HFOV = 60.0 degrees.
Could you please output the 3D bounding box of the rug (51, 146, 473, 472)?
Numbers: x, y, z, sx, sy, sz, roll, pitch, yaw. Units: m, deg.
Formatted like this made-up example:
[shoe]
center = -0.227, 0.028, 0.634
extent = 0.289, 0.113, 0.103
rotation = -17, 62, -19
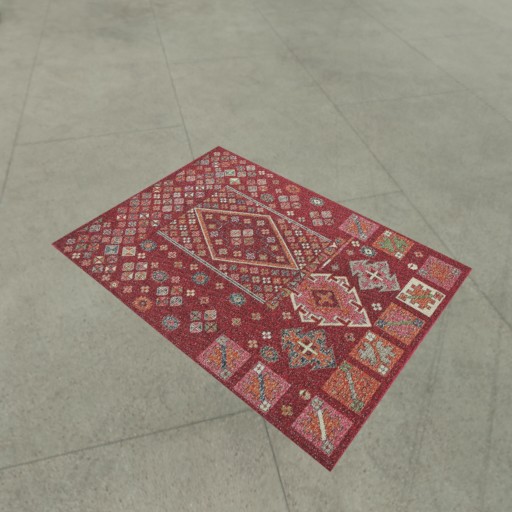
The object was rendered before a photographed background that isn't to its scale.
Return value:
[rug]
center = 0.000, 0.000, 2.823
extent = 2.184, 0.007, 1.579
rotation = 31, 53, 27
